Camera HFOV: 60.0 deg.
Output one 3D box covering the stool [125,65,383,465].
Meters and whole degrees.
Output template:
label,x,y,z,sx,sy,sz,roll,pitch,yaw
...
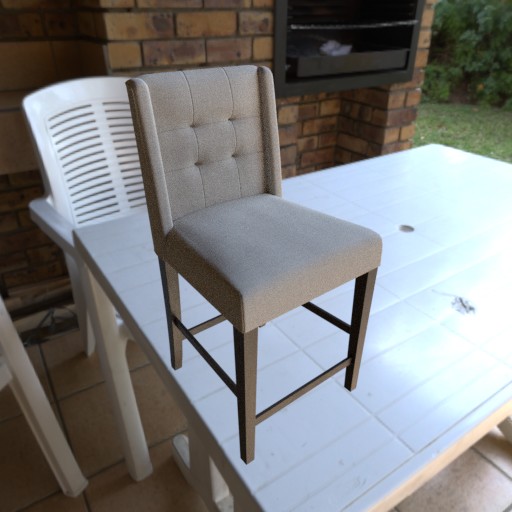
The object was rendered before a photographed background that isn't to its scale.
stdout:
label,x,y,z,sx,sy,sz,roll,pitch,yaw
stool,0.000,0.000,1.256,0.474,0.939,0.509,-21,36,-33
